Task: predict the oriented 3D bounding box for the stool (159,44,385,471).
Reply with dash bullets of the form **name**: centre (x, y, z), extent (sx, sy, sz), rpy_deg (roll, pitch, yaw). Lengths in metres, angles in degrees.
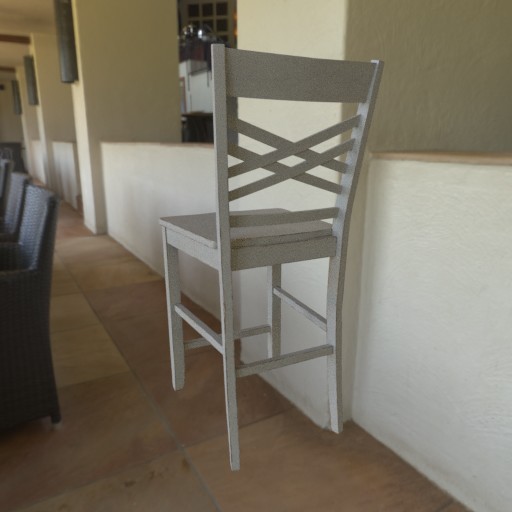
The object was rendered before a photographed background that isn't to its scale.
- **stool**: centre (0.000, 0.000, 1.362), extent (0.462, 1.079, 0.539), rpy_deg (-7, 16, -26)
